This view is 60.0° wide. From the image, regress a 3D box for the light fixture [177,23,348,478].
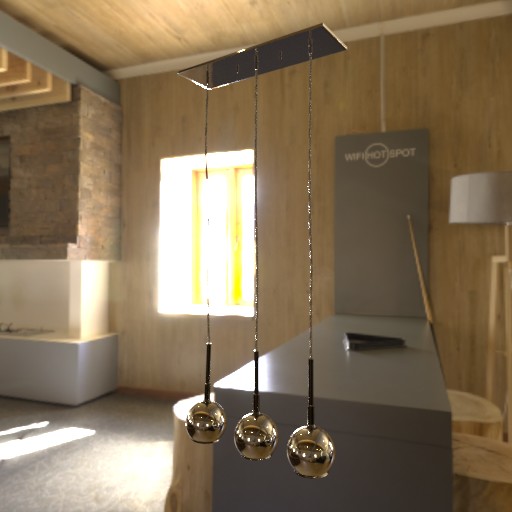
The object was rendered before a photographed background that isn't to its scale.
[{"bbox_3d":[0.000,0.000,1.588,0.623,1.408,0.188,0,-1,35],"label":"light fixture"}]
